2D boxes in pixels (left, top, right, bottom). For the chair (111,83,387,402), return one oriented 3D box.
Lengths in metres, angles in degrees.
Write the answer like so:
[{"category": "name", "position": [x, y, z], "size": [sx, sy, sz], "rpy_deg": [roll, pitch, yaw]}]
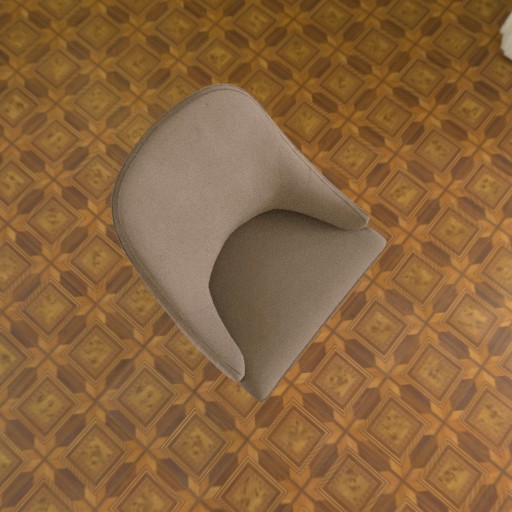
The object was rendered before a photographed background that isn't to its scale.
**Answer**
[{"category": "chair", "position": [0.000, 0.000, 1.322], "size": [0.575, 0.889, 0.643], "rpy_deg": [39, 79, 9]}]
